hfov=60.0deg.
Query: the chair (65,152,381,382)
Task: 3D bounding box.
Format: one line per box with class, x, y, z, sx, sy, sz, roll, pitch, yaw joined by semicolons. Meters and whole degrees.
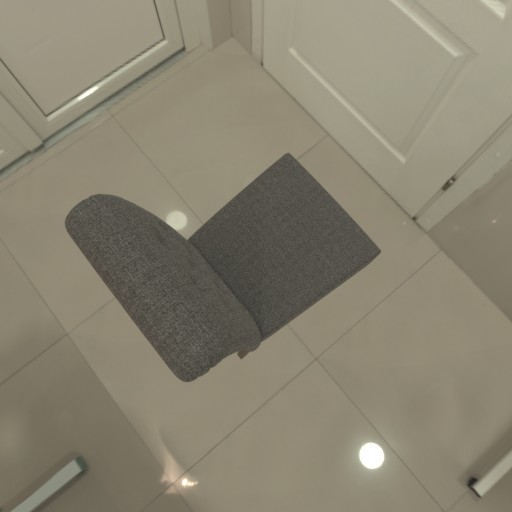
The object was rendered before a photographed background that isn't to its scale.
chair;0.000;0.000;1.327;0.671;1.006;0.456;-39;78;-10
